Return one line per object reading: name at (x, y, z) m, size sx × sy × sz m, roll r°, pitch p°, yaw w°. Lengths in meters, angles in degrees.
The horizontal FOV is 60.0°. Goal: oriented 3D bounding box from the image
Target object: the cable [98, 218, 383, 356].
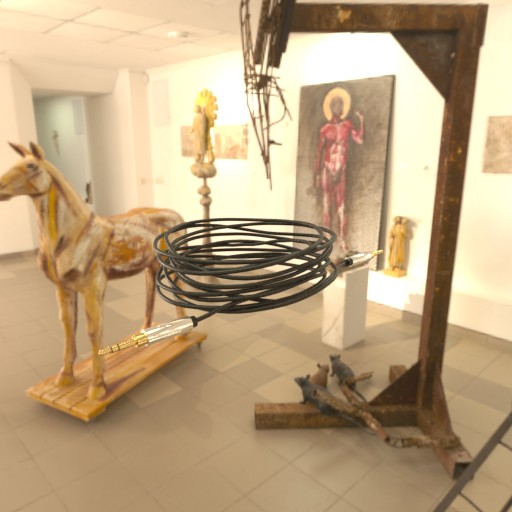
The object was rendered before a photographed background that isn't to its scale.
cable at (0.000, 0.000, 0.509) m, size 0.432 × 0.069 × 0.198 m, roll -14°, pitch 20°, yaw -42°
